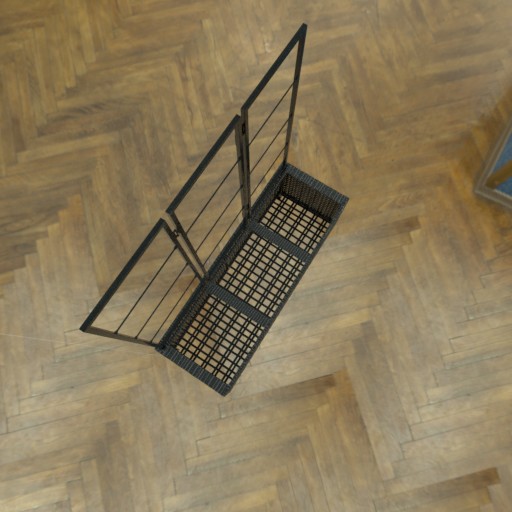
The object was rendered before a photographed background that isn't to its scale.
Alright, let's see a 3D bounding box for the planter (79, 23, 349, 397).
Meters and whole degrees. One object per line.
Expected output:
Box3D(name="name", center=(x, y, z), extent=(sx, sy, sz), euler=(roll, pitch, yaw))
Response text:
Box3D(name="planter", center=(0.000, 0.000, 1.144), extent=(0.244, 0.841, 0.699), euler=(32, 78, 8))
